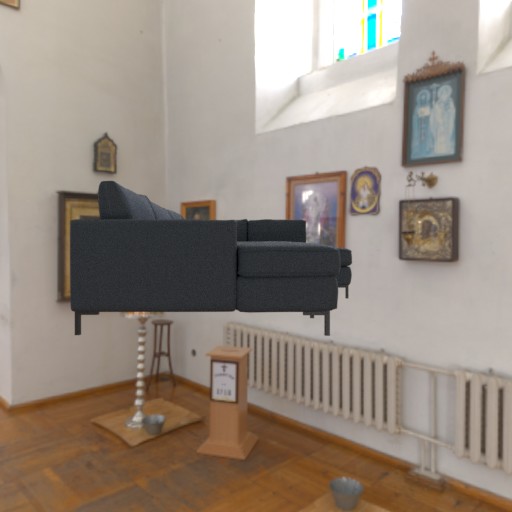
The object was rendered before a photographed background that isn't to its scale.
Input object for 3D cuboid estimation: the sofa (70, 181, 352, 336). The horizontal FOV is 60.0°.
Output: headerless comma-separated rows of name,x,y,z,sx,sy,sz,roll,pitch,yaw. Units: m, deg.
sofa,0.000,0.000,3.827,1.984,0.858,2.975,0,0,0
